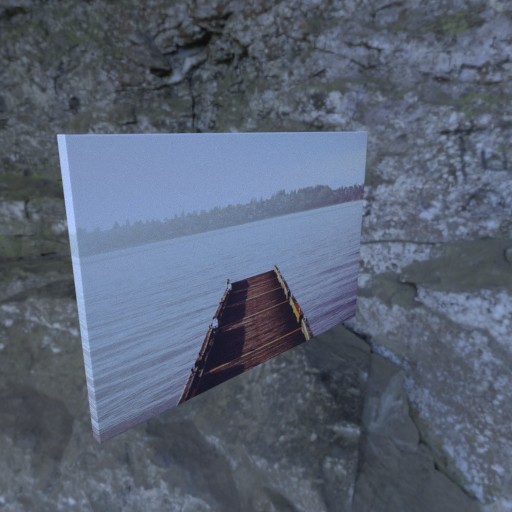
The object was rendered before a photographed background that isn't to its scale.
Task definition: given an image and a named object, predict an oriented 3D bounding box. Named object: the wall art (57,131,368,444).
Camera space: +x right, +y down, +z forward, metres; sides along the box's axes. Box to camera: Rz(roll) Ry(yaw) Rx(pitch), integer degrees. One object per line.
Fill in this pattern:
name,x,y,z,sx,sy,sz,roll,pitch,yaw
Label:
wall art,0.000,0.000,1.425,1.149,0.765,0.040,-15,22,-42
